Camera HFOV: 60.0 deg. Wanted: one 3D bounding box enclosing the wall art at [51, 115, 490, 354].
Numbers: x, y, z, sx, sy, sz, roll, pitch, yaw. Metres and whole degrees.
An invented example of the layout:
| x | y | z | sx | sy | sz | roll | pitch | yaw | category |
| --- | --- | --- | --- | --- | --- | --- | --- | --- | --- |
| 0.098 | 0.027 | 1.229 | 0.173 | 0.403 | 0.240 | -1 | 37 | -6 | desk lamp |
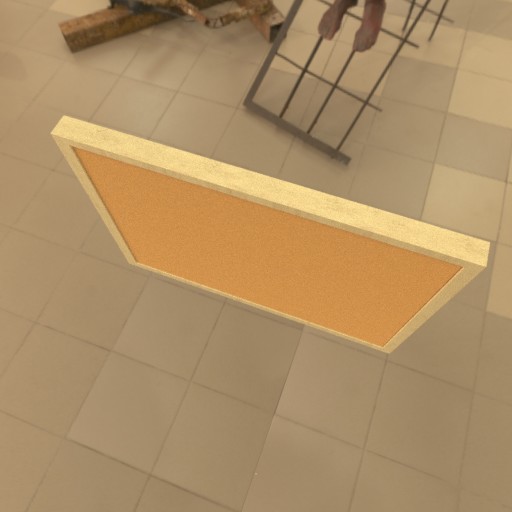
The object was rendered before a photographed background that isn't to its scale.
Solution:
| x | y | z | sx | sy | sz | roll | pitch | yaw | category |
| --- | --- | --- | --- | --- | --- | --- | --- | --- | --- |
| 0.000 | 0.000 | 0.687 | 0.532 | 0.380 | 0.032 | 18 | 65 | 9 | wall art |
